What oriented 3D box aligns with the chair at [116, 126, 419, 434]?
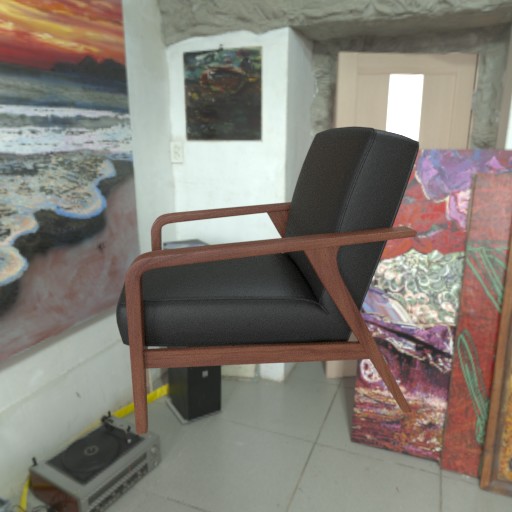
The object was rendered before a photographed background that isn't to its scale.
[{"bbox_3d":[0.000,0.000,1.540,0.889,0.861,0.719,-2,15,-7],"label":"chair"}]
